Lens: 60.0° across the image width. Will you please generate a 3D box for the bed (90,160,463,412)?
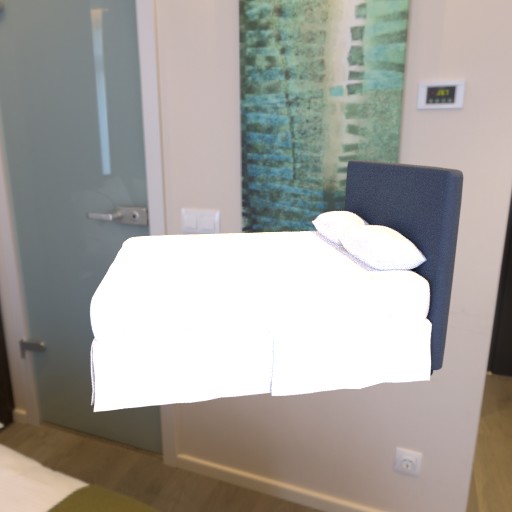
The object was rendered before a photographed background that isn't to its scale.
[{"bbox_3d":[0.000,0.000,3.260,2.162,1.330,1.713,-2,14,-9],"label":"bed"}]
